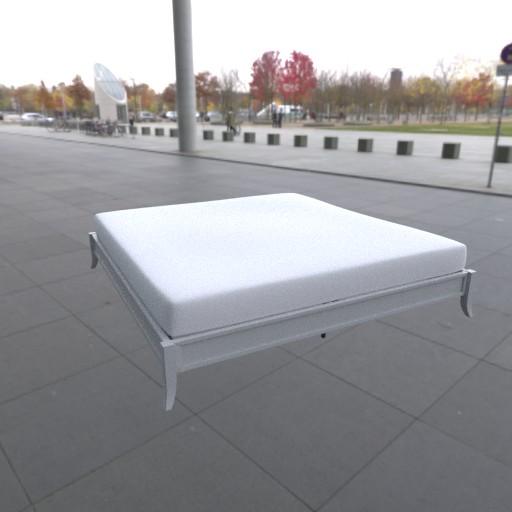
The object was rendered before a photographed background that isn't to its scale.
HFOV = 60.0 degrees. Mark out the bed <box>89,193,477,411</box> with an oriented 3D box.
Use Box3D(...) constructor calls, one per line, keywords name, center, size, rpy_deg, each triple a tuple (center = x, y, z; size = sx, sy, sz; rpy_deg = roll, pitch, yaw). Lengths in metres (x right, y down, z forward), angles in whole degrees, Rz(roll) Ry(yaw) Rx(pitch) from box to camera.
Box3D(name="bed", center=(0.000, 0.000, 3.176), size=(2.007, 0.510, 2.108), rpy_deg=(-9, 20, -26))
